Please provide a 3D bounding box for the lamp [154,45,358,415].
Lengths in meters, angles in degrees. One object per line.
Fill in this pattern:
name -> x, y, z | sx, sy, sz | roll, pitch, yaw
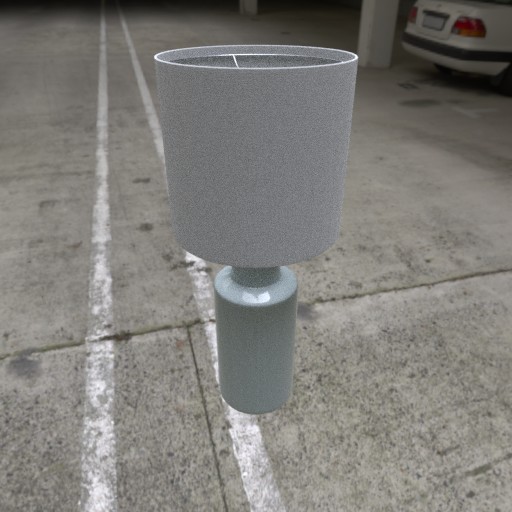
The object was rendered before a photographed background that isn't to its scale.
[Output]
lamp -> 0.000, 0.000, 0.592 | 0.212, 0.493, 0.212 | -8, 31, -14
